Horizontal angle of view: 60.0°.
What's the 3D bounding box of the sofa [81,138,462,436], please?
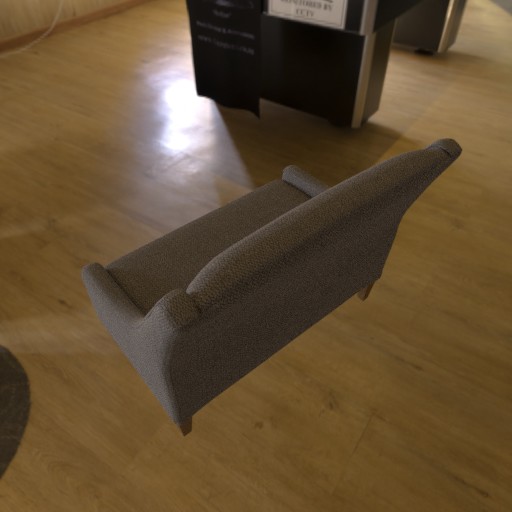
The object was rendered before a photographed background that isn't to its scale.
[{"bbox_3d":[0.000,0.000,1.877,1.242,1.022,0.873,-31,52,-27],"label":"sofa"}]
